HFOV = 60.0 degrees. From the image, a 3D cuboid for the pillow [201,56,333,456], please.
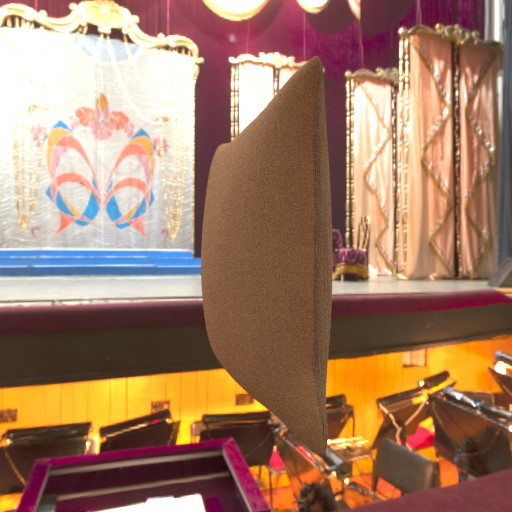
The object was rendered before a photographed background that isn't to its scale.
[{"bbox_3d":[0.000,0.000,0.795,0.178,0.506,0.512,0,0,-19],"label":"pillow"}]
